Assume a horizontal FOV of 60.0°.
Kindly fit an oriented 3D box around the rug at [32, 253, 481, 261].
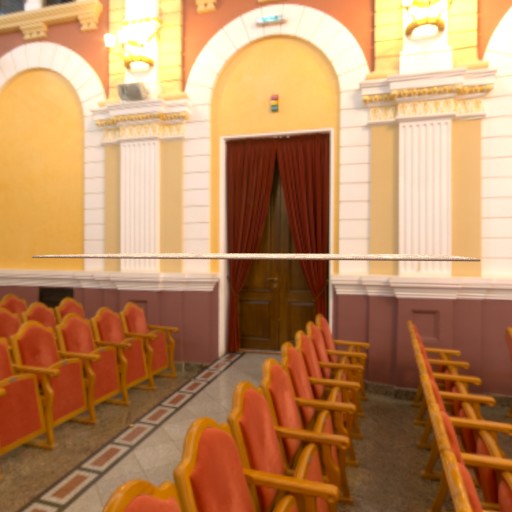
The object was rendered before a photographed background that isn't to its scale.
[{"bbox_3d":[0.000,0.000,1.437,1.219,0.007,0.604,0,1,17],"label":"rug"}]
